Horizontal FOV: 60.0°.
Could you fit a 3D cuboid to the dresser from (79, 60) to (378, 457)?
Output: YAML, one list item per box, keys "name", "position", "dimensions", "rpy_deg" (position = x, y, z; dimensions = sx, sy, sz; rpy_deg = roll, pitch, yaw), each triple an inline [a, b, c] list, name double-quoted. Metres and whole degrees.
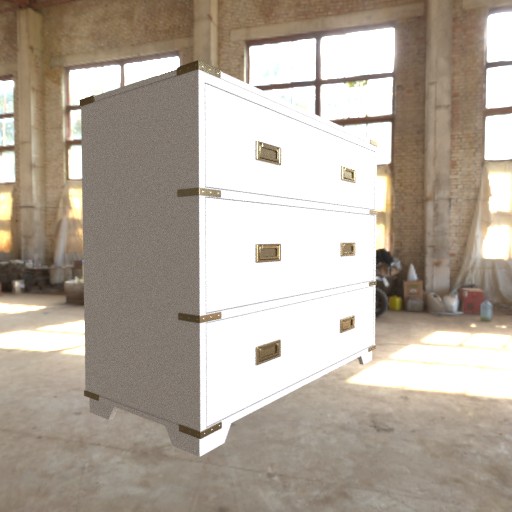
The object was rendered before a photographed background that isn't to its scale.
- name: "dresser"
  position: [0.000, 0.000, 1.520]
  dimensions: [0.460, 0.891, 1.022]
  rpy_deg: [2, 3, 37]
